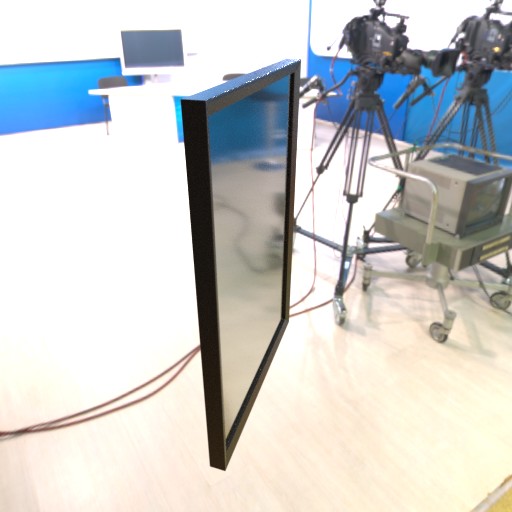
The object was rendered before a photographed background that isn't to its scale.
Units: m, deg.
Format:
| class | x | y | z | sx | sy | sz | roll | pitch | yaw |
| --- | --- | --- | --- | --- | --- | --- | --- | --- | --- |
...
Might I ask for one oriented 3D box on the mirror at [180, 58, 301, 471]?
| class | x | y | z | sx | sy | sz | roll | pitch | yaw |
| --- | --- | --- | --- | --- | --- | --- | --- | --- | --- |
| mirror | 0.000 | 0.000 | 0.926 | 0.039 | 0.710 | 0.507 | 9 | 31 | 16 |
